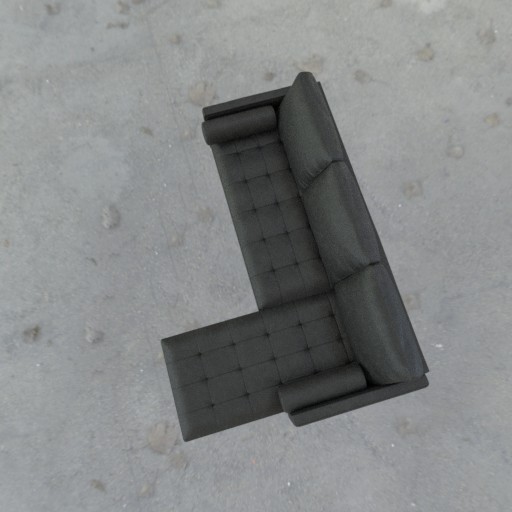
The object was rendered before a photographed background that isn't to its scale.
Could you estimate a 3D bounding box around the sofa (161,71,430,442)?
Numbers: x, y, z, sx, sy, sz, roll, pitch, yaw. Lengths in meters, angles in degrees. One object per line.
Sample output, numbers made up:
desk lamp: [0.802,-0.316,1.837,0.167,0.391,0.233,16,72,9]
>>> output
sofa: [0.000,0.000,2.966,1.497,0.876,2.178,-16,76,-4]
